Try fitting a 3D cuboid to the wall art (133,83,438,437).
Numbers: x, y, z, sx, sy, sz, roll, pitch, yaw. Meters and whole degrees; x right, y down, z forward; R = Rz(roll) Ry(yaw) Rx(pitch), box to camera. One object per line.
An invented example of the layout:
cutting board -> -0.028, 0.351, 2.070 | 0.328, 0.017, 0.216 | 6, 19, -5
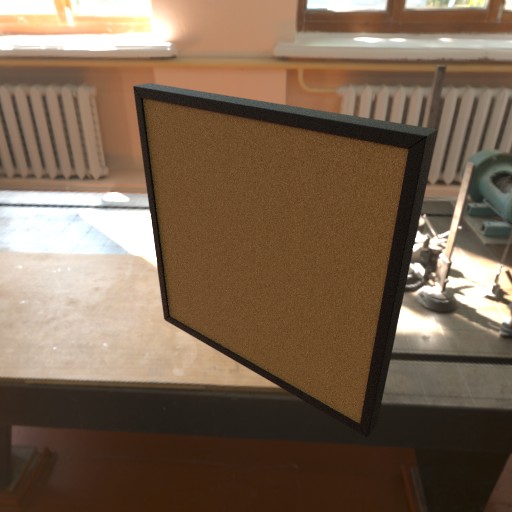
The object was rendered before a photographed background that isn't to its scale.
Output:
wall art -> 0.000, 0.000, 0.764 | 0.508, 0.508, 0.037 | 22, 37, 32
